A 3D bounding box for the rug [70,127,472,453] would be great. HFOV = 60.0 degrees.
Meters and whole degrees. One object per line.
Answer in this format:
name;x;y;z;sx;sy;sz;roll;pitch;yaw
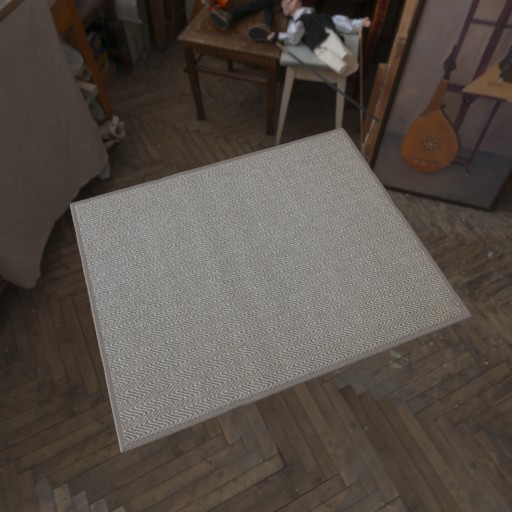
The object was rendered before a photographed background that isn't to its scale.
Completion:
rug;0.000;0.000;4.064;3.007;0.032;2.434;-18;60;-11
